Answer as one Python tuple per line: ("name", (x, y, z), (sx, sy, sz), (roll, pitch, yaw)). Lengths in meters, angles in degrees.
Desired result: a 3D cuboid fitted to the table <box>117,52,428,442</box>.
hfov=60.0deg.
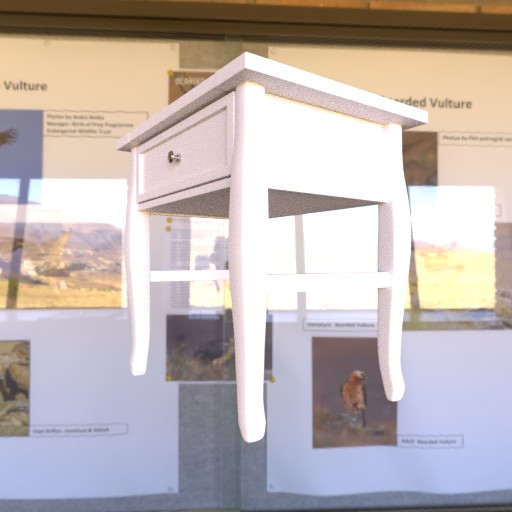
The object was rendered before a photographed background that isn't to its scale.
("table", (0.000, 0.000, 1.034), (0.463, 0.605, 0.599), (1, -1, -35))
